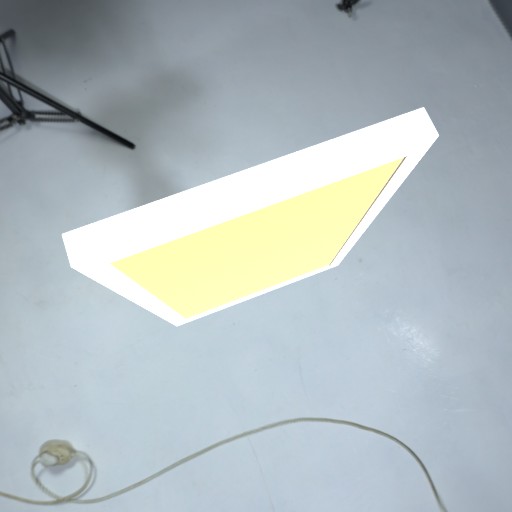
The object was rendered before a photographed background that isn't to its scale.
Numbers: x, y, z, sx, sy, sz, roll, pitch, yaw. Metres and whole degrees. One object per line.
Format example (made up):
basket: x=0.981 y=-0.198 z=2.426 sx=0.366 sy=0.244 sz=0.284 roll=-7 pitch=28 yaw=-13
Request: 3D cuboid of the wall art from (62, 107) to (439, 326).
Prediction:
wall art: x=0.000 y=0.000 z=0.759 sx=0.408 sy=0.611 sz=0.038 roll=-20 pitch=76 yaw=-5
